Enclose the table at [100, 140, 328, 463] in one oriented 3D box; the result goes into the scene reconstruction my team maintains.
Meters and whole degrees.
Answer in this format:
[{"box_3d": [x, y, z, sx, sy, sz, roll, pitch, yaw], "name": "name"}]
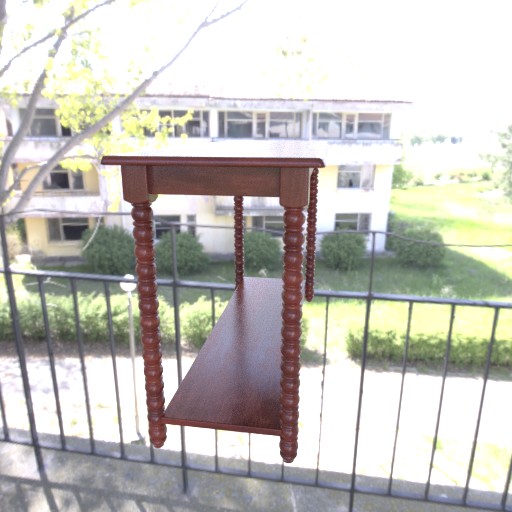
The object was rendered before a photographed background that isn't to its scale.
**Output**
[{"box_3d": [0.000, 0.000, 1.529, 0.459, 0.740, 1.184, 3, 16, 9], "name": "table"}]
